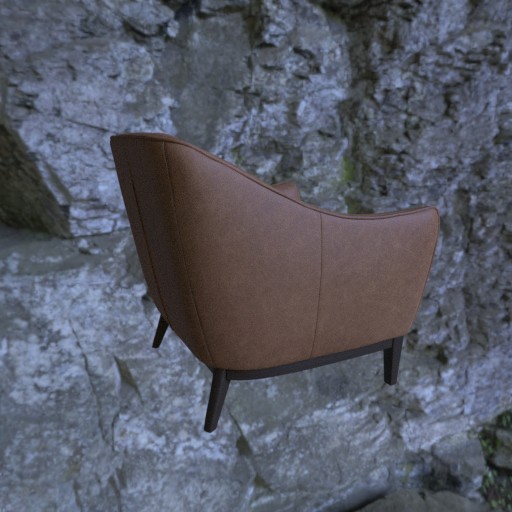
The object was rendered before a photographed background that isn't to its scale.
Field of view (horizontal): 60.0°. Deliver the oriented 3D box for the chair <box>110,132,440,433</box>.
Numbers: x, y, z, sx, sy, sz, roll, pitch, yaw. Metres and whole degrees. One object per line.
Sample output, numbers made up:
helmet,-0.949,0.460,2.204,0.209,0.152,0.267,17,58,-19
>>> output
chair,0.000,0.000,1.554,0.852,0.830,0.871,-8,17,-26
